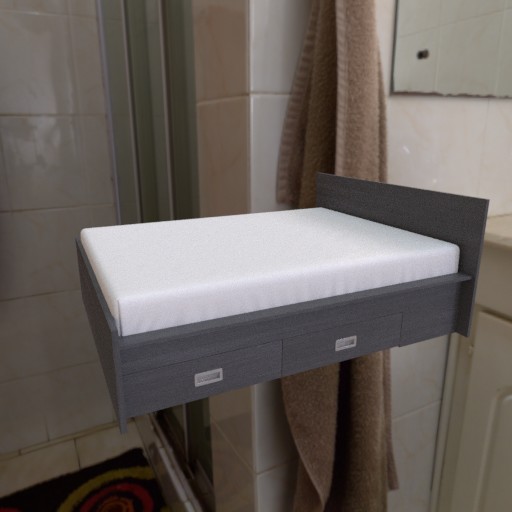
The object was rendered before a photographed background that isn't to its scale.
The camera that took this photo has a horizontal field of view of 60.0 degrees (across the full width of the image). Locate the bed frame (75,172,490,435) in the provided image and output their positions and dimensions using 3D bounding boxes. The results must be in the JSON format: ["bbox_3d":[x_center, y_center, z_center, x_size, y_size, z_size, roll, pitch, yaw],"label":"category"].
[{"bbox_3d":[0.000,0.000,2.746,1.960,0.800,1.622,-8,18,-25],"label":"bed frame"}]
